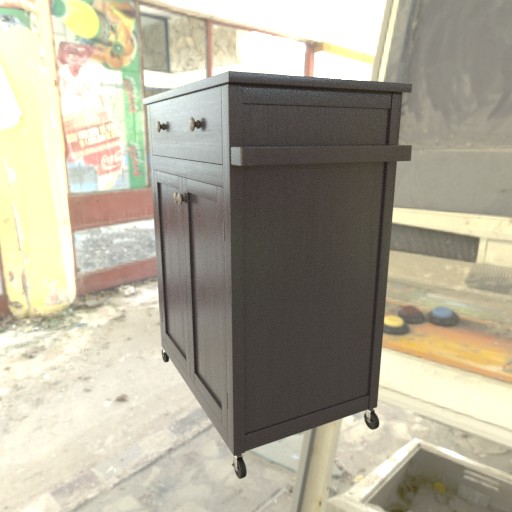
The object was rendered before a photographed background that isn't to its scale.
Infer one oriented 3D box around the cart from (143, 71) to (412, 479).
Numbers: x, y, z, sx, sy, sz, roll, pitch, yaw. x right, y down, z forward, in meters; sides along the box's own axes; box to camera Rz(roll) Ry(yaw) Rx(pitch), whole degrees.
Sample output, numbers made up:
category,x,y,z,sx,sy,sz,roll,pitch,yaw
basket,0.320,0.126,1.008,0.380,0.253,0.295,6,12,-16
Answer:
category,x,y,z,sx,sy,sz,roll,pitch,yaw
cart,0.000,0.000,1.259,0.449,0.878,0.690,-7,17,-26
